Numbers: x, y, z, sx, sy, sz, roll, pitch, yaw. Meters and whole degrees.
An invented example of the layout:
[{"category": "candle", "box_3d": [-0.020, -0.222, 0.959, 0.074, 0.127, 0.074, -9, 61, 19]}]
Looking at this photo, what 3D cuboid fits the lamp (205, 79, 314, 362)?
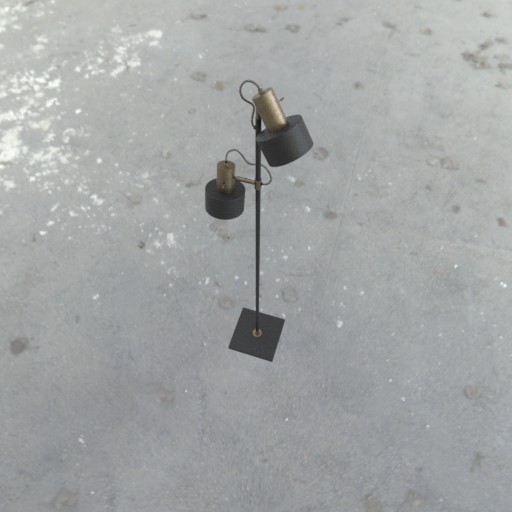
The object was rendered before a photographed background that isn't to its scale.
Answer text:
[{"category": "lamp", "box_3d": [0.000, 0.000, 1.660, 0.315, 1.505, 0.233, 15, 59, 9]}]
